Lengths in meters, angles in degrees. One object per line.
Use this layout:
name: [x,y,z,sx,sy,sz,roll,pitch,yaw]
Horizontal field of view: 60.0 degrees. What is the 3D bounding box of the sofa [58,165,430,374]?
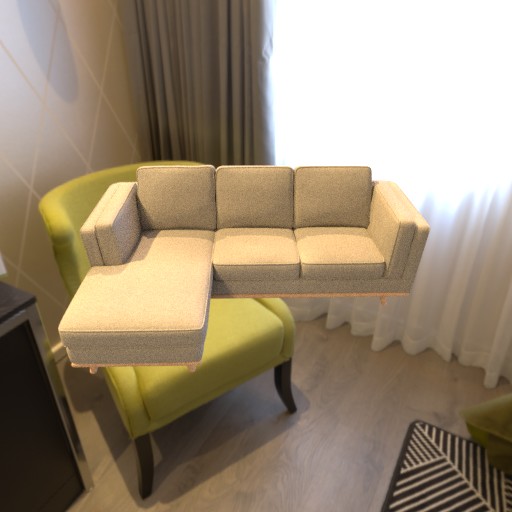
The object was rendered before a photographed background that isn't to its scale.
sofa: [0.000,0.000,3.233,2.411,0.929,1.604,-1,31,-1]
